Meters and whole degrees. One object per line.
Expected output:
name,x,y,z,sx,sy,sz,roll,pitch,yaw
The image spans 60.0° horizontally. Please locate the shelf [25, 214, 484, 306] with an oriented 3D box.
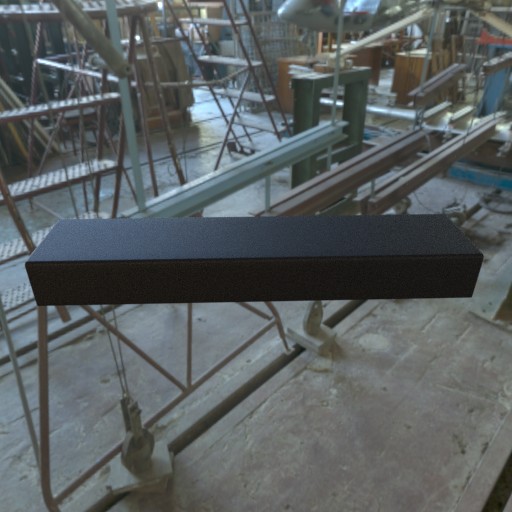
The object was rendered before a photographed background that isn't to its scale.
shelf,0.000,0.000,0.494,0.456,0.053,0.102,-1,30,-2
